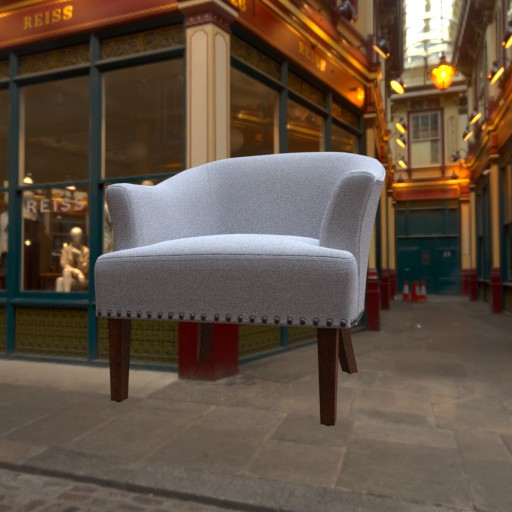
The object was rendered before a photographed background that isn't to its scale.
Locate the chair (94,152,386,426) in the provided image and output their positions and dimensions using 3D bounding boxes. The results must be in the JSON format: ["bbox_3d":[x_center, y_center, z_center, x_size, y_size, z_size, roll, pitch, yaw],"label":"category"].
[{"bbox_3d":[0.000,0.000,1.427,0.798,0.815,0.704,0,-1,18],"label":"chair"}]
